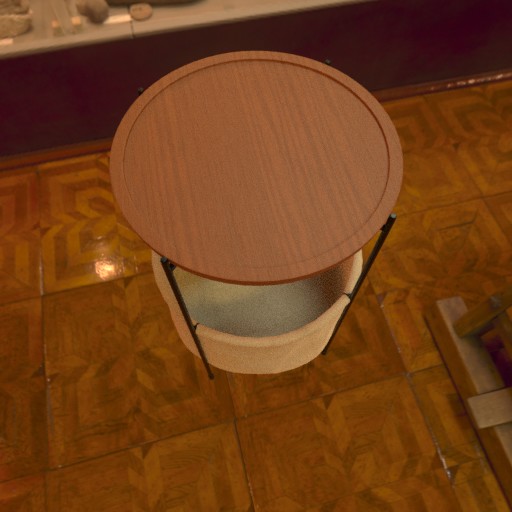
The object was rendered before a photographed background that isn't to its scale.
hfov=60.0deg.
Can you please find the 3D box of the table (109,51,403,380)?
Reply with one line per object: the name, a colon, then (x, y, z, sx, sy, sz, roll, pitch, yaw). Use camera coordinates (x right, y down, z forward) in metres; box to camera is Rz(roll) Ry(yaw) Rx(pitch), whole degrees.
table: (0.000, 0.000, 0.862, 0.393, 0.623, 0.393, -11, 63, -6)
